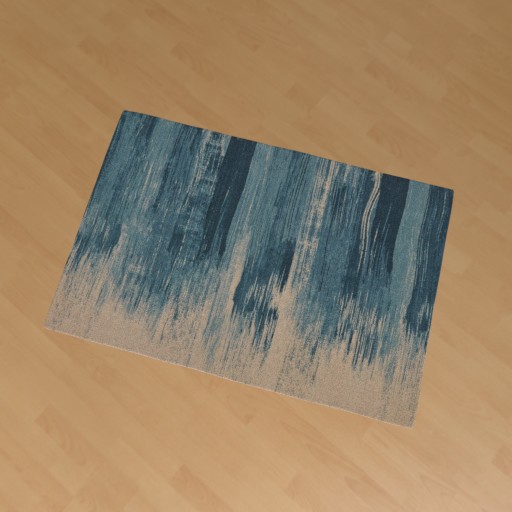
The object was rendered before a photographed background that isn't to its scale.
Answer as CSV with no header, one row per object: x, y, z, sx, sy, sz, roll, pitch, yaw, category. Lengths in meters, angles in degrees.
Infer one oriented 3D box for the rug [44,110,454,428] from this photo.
0.000,0.000,2.242,1.836,0.009,1.232,14,77,3,rug
